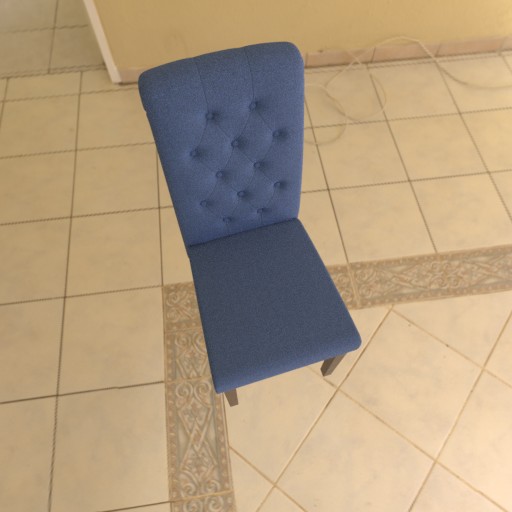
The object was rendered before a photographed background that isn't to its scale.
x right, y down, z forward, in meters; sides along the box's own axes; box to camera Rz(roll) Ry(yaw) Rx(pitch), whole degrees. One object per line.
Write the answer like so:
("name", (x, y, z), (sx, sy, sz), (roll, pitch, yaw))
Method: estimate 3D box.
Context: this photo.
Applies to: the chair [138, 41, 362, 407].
("chair", (0.000, 0.000, 1.369), (0.456, 1.006, 0.671), (-15, 63, -8))
